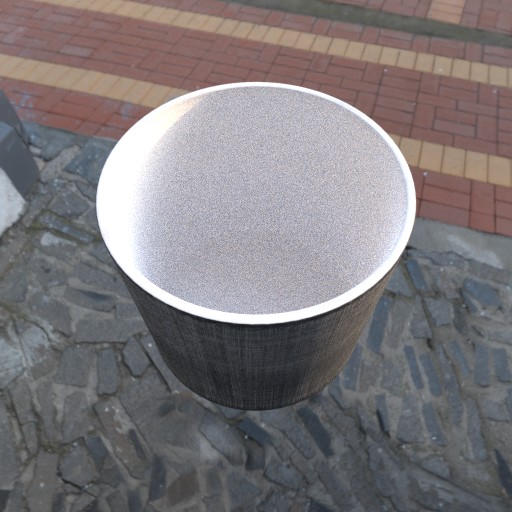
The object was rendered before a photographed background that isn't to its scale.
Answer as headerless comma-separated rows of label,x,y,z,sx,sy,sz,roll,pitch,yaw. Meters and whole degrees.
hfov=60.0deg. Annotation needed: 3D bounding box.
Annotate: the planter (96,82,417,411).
planter,0.000,0.000,0.316,0.178,0.157,0.178,0,57,0
